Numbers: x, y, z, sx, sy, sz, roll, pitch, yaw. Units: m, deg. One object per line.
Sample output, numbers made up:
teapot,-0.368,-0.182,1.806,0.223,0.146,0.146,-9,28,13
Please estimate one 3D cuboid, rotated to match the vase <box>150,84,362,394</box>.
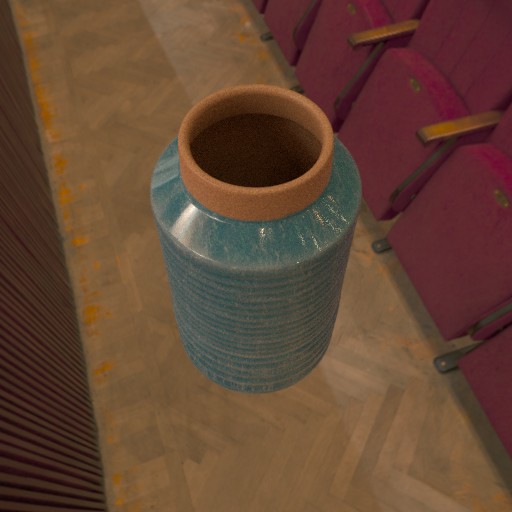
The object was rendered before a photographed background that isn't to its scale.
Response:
vase,0.000,0.000,0.368,0.163,0.267,0.163,0,58,0
